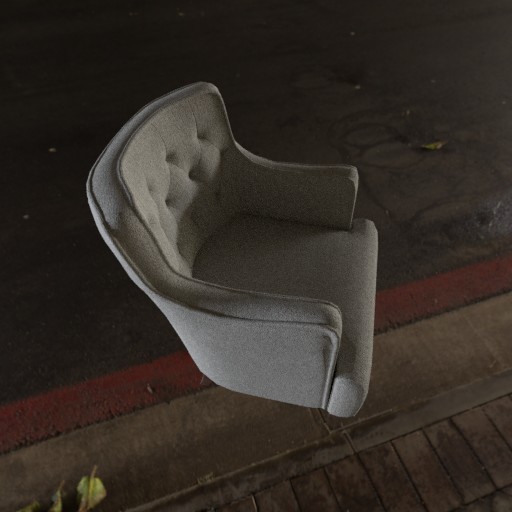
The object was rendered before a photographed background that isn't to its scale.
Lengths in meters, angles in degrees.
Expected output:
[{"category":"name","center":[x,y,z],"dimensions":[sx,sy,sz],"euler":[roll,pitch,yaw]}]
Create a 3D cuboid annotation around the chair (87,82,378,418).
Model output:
[{"category":"chair","center":[0.000,0.000,1.594],"dimensions":[0.910,0.920,0.820],"euler":[9,47,9]}]
